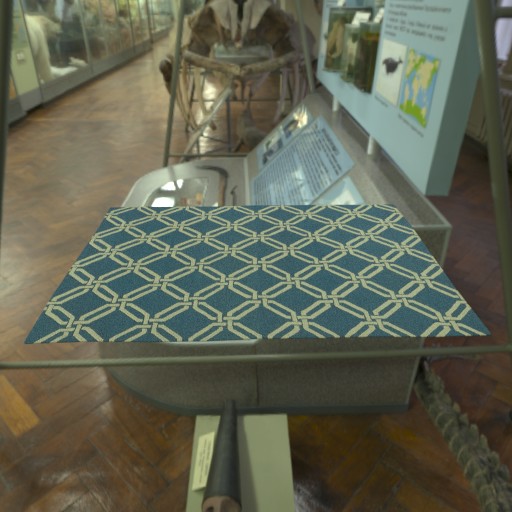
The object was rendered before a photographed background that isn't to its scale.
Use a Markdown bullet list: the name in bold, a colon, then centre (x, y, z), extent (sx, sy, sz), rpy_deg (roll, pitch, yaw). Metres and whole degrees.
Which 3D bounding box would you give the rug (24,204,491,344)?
- **rug**: centre (0.000, 0.000, 2.653), extent (2.135, 0.013, 1.524), rpy_deg (-1, 30, -1)
